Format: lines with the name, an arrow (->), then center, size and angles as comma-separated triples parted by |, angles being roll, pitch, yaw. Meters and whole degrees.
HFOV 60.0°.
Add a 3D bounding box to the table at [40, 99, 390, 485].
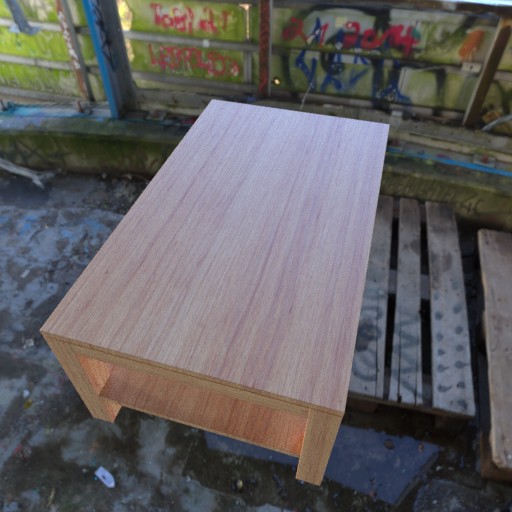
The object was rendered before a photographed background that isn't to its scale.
table -> 0.000, 0.000, 1.487 | 0.695, 0.457, 1.146 | 12, 47, 11
